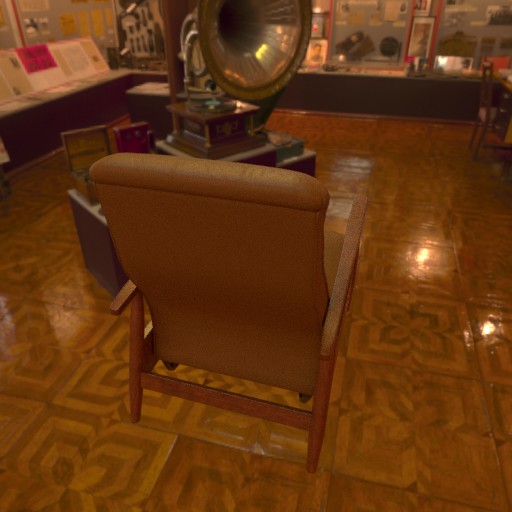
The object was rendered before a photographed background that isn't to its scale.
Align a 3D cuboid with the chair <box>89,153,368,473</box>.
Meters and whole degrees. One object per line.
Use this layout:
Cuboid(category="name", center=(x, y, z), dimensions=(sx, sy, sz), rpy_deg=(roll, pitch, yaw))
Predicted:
Cuboid(category="chair", center=(0.000, 0.000, 1.751), dimensions=(0.762, 1.082, 1.014), rpy_deg=(9, 33, 14))
